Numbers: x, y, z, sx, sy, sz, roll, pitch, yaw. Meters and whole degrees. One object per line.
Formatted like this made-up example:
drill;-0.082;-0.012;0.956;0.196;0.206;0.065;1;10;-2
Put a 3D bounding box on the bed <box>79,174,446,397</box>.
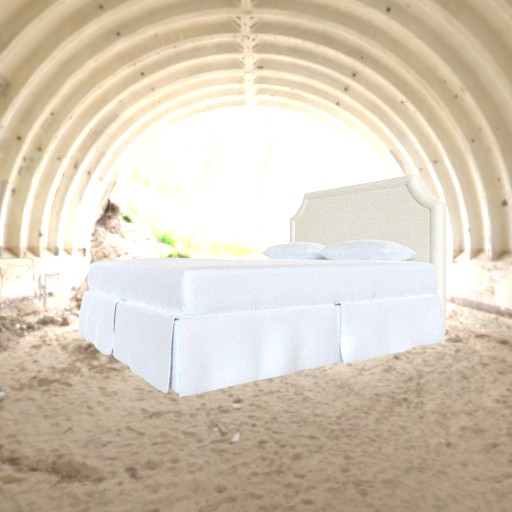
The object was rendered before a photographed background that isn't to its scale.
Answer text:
bed;0.000;0.000;4.201;2.773;1.590;2.350;0;0;-35
